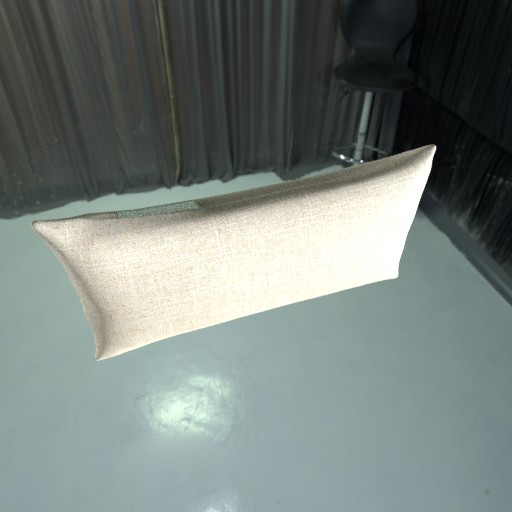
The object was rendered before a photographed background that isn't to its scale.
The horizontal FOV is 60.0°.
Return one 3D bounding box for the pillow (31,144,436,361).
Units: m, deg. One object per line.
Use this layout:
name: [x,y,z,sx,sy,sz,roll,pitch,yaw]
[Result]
pillow: [0.000,0.000,1.042,0.859,0.429,0.197,-13,43,-14]
